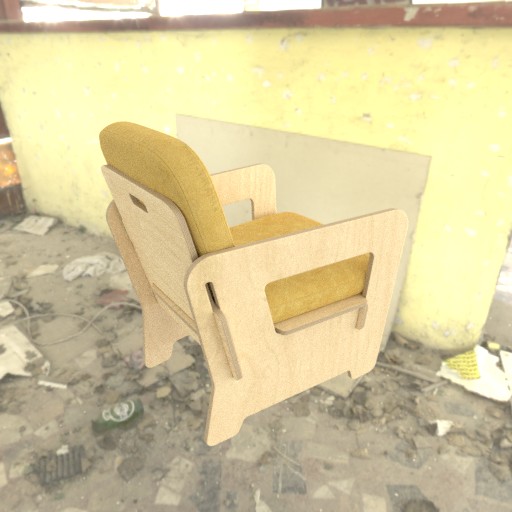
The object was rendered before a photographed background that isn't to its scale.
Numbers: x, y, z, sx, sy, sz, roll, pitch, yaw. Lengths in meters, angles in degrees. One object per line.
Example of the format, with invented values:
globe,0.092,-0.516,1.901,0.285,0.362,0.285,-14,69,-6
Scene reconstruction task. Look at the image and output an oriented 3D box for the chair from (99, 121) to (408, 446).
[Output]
chair,0.000,0.000,1.305,0.710,0.800,0.590,-18,31,-32
